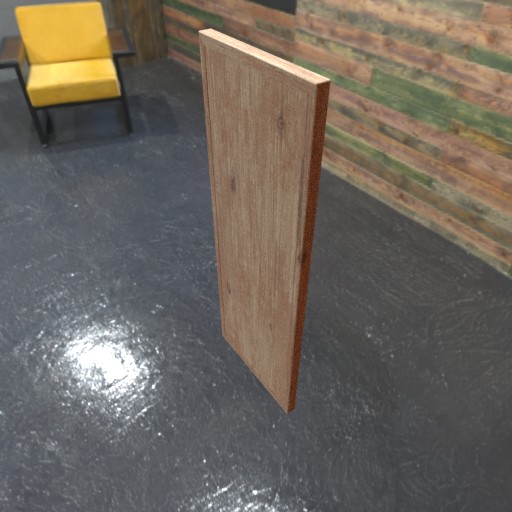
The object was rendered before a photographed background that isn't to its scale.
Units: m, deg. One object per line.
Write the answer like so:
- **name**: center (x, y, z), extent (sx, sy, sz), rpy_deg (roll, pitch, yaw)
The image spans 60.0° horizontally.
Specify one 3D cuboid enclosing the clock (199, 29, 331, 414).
- **clock**: center (0.000, 0.000, 1.108), extent (0.030, 0.965, 0.361), rpy_deg (-25, 47, -26)
